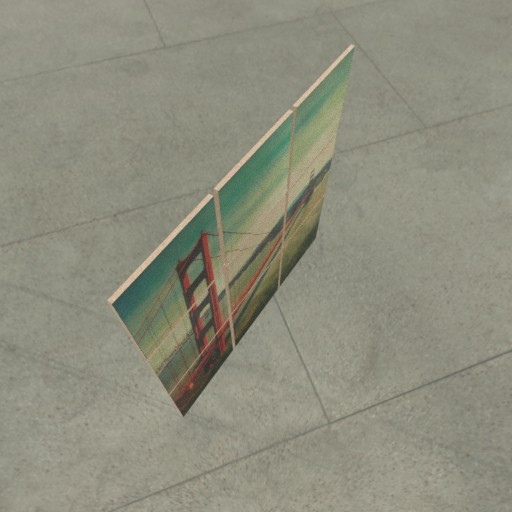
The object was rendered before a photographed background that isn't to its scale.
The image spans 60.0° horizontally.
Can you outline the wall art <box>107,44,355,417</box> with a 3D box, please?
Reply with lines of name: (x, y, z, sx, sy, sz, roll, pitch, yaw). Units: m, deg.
wall art: (0.000, 0.000, 1.367, 0.012, 0.910, 0.917, 30, 63, 17)
